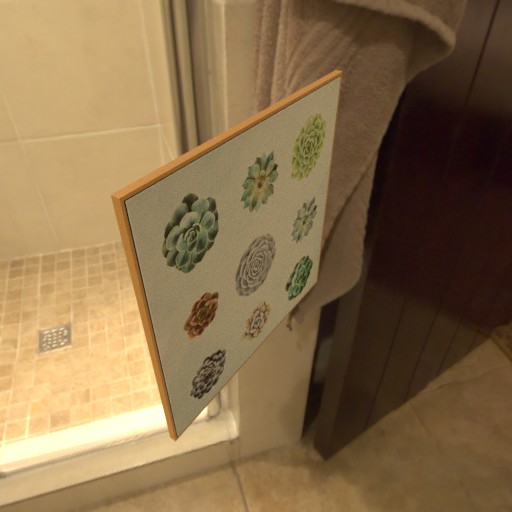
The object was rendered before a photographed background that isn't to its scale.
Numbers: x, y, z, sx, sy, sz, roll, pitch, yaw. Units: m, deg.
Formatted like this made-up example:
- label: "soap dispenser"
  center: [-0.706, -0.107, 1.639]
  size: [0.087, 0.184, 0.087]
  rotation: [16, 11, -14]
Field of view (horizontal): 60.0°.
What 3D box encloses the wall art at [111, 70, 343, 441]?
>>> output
- label: "wall art"
  center: [0.000, 0.000, 0.706]
  size: [0.013, 0.455, 0.457]
  rotation: [25, 46, 26]
